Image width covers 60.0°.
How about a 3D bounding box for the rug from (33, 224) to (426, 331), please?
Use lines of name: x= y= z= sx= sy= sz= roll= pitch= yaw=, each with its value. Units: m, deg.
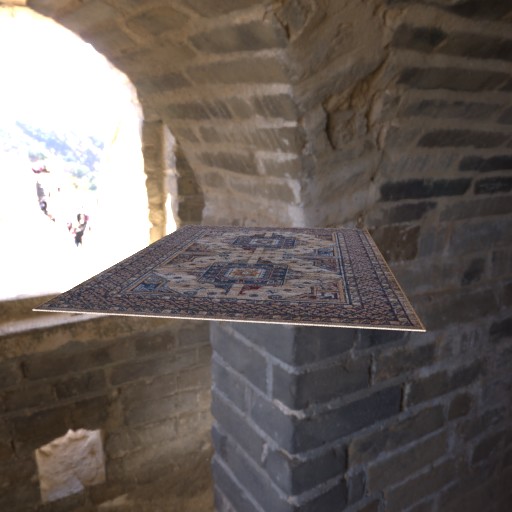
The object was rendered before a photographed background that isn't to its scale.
rug: x=0.000 y=0.000 z=2.850 sx=1.611 sy=0.008 sz=2.227 roll=2 pitch=14 yaw=8
